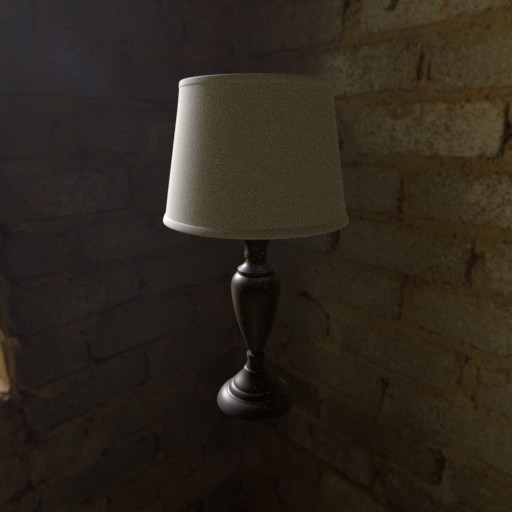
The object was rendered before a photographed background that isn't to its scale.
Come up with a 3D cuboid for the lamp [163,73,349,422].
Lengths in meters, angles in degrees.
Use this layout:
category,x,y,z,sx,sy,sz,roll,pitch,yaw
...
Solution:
category,x,y,z,sx,sy,sz,roll,pitch,yaw
lamp,0.000,0.000,0.836,0.335,0.611,0.335,0,16,0
